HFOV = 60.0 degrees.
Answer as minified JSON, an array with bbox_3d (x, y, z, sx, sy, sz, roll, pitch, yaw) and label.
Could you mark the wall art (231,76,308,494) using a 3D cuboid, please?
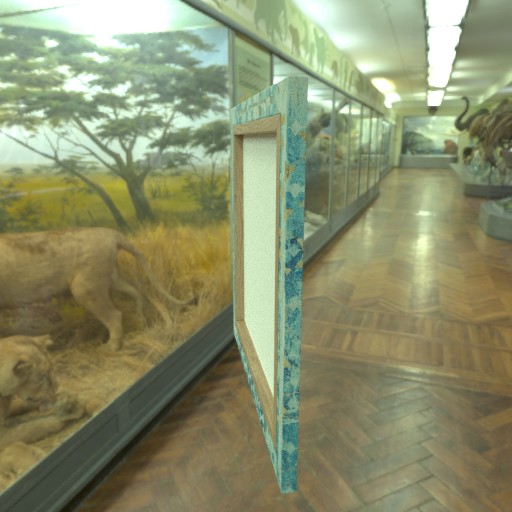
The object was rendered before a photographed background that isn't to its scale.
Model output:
[{"bbox_3d":[0.000,0.000,1.361,0.040,0.916,0.916,-3,15,-9],"label":"wall art"}]
